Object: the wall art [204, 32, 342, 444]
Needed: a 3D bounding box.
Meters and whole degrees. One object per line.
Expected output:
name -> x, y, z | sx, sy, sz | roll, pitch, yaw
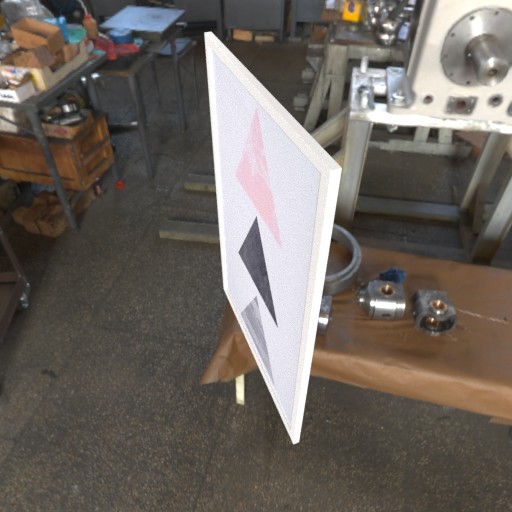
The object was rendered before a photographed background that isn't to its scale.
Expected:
wall art -> 0.000, 0.000, 0.834 | 0.013, 0.656, 0.456 | -15, 46, -15
